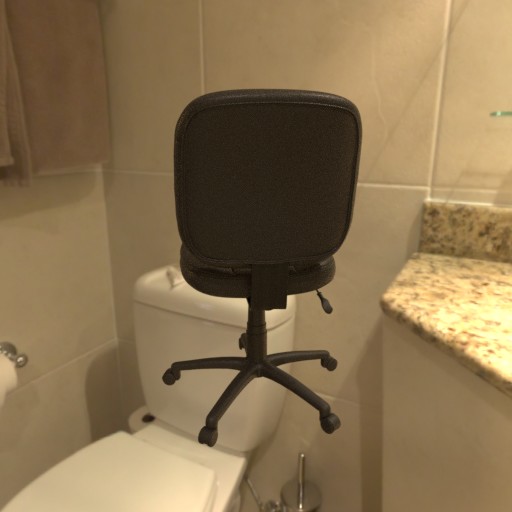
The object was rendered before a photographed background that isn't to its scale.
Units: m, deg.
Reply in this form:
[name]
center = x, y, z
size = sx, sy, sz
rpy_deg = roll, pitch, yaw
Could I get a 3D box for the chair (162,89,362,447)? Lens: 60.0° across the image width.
[chair]
center = 0.000, 0.000, 1.422
size = 0.647, 0.959, 0.646
rpy_deg = -3, 16, -9
